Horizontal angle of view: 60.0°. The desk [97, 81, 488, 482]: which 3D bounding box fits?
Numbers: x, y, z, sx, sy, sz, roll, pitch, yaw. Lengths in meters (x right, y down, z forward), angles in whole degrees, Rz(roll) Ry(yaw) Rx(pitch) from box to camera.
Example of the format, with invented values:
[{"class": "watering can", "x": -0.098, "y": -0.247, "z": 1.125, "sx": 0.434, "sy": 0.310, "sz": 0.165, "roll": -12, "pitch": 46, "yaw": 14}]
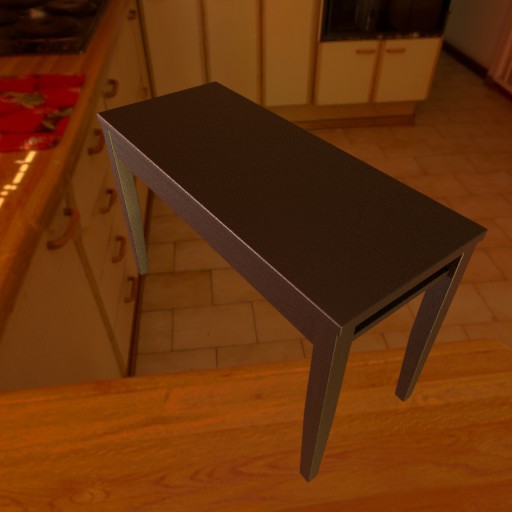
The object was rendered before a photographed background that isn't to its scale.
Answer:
[{"class": "desk", "x": 0.000, "y": 0.000, "z": 1.591, "sx": 0.508, "sy": 0.775, "sz": 1.220, "roll": -27, "pitch": 48, "yaw": -27}]
